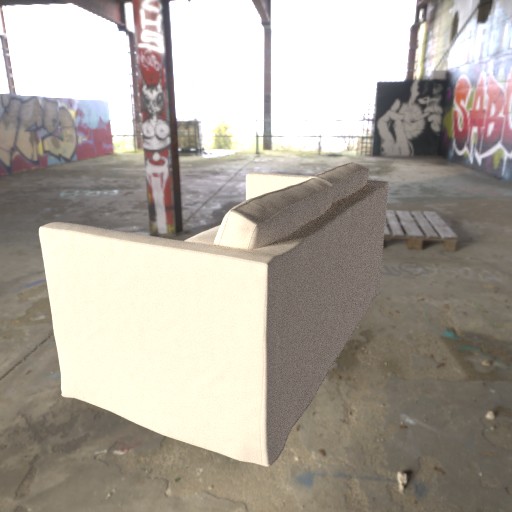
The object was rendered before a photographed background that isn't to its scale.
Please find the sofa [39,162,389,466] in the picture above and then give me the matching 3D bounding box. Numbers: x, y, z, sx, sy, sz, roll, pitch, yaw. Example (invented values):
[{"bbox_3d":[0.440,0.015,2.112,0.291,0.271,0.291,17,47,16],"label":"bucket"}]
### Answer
[{"bbox_3d":[0.000,0.000,2.230,0.962,0.834,1.746,9,20,25],"label":"sofa"}]
